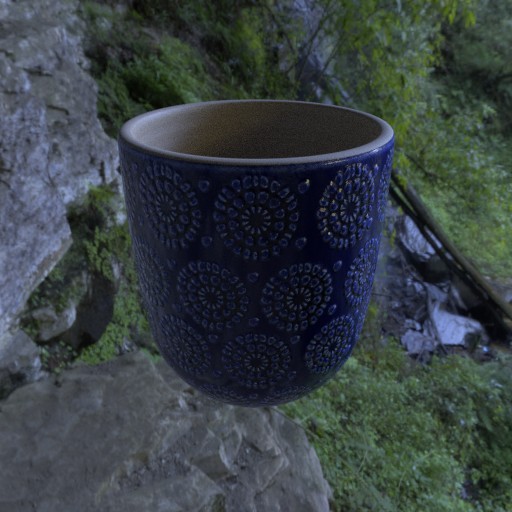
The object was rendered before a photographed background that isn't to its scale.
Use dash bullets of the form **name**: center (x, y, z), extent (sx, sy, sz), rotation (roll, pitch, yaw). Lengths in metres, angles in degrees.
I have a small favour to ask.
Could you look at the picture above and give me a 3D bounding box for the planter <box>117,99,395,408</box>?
- **planter**: center (0.000, 0.000, 0.349), extent (0.184, 0.206, 0.184), rotation (0, 29, 0)
